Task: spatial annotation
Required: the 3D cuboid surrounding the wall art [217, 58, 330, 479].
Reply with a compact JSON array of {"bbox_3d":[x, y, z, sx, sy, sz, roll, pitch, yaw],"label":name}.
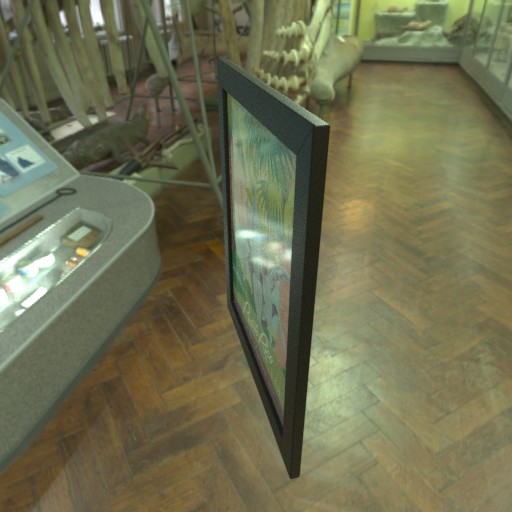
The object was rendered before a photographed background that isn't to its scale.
[{"bbox_3d":[0.000,0.000,0.780,0.018,0.582,0.481,-8,32,-13],"label":"wall art"}]
